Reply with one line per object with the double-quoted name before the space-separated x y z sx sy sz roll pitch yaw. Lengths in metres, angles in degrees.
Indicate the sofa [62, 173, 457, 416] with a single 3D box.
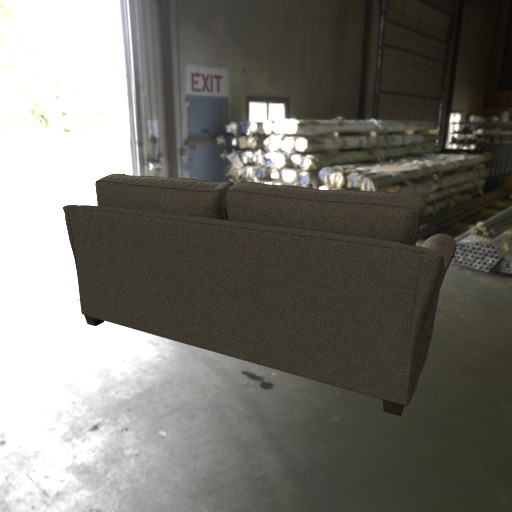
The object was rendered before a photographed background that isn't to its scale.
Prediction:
"sofa" 0.000 0.000 2.729 2.203 0.976 1.013 9 19 27
